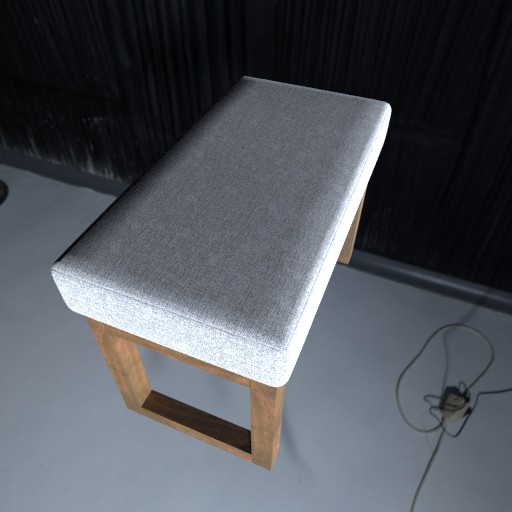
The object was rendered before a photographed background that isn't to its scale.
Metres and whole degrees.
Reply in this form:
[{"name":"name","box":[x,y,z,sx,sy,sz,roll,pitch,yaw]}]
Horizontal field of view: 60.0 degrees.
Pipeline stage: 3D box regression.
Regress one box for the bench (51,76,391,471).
[{"name":"bench","box":[0.000,0.000,0.951,0.366,0.467,0.681,17,48,15]}]
